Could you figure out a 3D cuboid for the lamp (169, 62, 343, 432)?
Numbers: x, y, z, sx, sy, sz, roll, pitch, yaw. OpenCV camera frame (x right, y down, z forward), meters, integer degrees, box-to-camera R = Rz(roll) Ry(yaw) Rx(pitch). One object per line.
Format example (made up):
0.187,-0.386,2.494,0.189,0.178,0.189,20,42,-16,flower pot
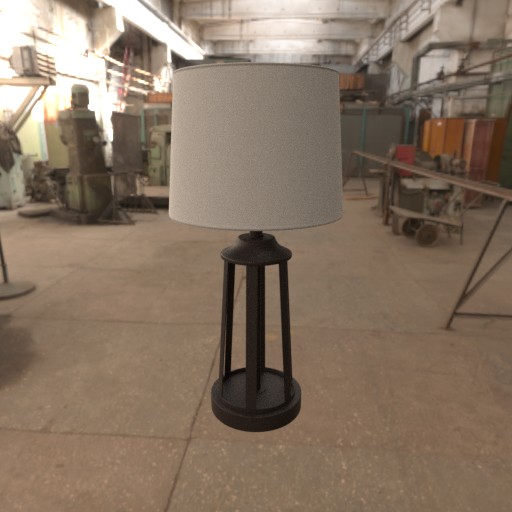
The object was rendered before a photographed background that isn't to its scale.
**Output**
0.000,0.000,0.667,0.251,0.509,0.251,0,16,0,lamp
